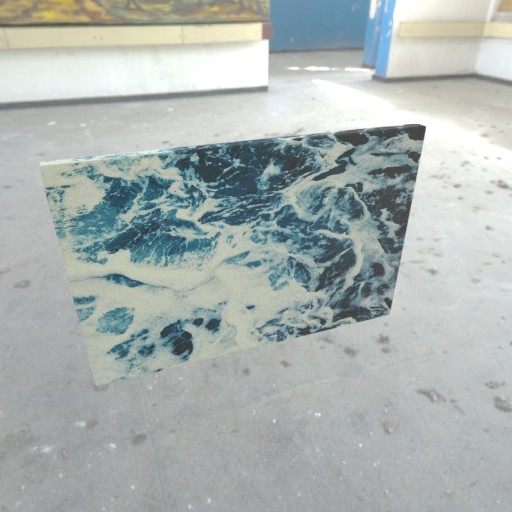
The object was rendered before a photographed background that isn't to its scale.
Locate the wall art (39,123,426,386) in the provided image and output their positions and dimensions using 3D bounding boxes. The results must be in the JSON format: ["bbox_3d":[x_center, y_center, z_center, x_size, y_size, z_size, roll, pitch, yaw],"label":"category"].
[{"bbox_3d":[0.000,0.000,1.946,1.524,1.017,0.055,-10,32,-17],"label":"wall art"}]
